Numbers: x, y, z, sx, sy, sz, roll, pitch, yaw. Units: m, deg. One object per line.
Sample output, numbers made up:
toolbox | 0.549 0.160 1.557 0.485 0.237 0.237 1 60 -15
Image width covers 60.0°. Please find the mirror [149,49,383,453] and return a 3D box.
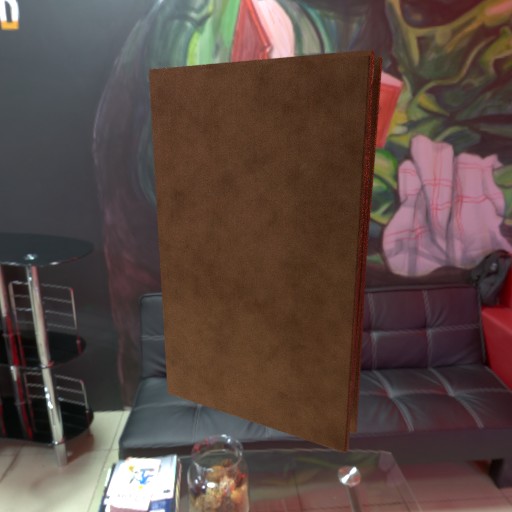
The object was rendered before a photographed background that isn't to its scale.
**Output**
mirror | 0.000 0.000 0.955 0.468 0.768 0.082 8 17 27
